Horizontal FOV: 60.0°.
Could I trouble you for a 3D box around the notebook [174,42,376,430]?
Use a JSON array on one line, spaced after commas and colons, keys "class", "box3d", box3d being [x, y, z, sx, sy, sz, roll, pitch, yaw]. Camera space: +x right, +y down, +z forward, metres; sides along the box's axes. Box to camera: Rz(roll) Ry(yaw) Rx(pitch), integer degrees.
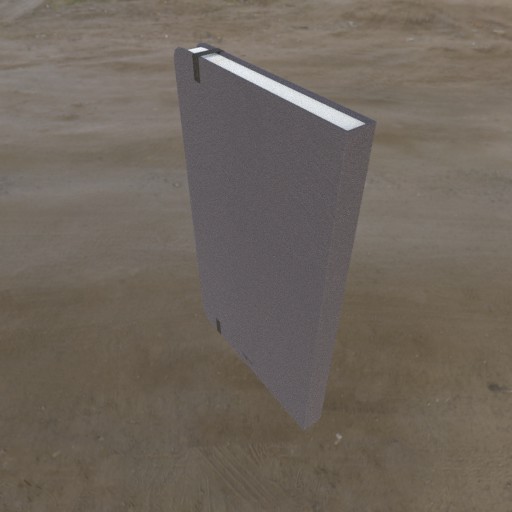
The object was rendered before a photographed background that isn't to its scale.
[{"class": "notebook", "box3d": [0.000, 0.000, 0.265, 0.016, 0.213, 0.127, -26, 48, -26]}]
